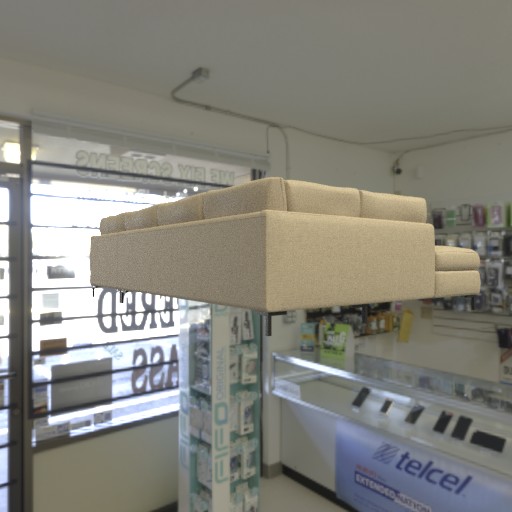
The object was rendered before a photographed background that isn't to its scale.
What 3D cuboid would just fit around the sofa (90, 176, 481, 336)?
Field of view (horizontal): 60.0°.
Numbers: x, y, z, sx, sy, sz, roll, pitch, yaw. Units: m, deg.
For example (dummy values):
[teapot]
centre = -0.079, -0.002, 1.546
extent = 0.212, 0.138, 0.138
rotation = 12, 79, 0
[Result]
[sofa]
centre = 0.000, 0.000, 3.605
extent = 1.879, 0.756, 2.737
rotation = 0, -1, -37
